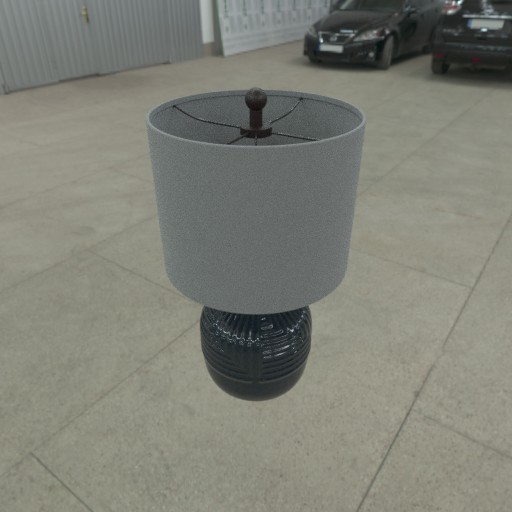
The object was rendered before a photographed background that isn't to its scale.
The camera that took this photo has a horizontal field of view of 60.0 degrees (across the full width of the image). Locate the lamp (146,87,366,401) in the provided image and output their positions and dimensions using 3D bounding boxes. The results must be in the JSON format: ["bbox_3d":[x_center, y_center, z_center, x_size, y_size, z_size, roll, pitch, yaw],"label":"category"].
[{"bbox_3d":[0.000,0.000,0.783,0.318,0.567,0.318,0,32,0],"label":"lamp"}]
